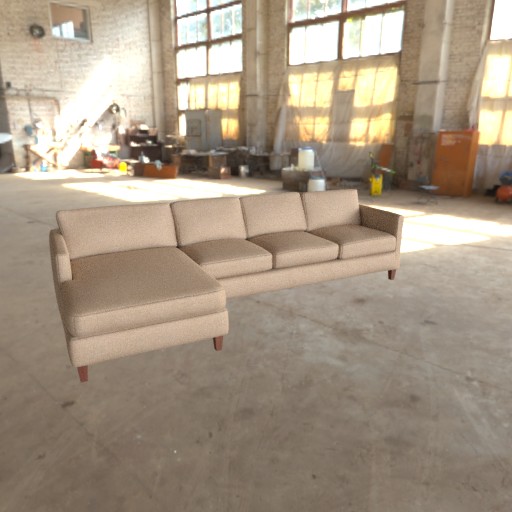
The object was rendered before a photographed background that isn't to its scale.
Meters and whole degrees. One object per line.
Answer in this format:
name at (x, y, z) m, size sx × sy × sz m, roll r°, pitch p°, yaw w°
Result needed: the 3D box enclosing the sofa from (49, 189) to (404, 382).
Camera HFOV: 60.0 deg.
sofa at (0.000, 0.000, 3.841) m, size 3.201 × 0.876 × 1.502 m, roll -8°, pitch 18°, yaw -25°
